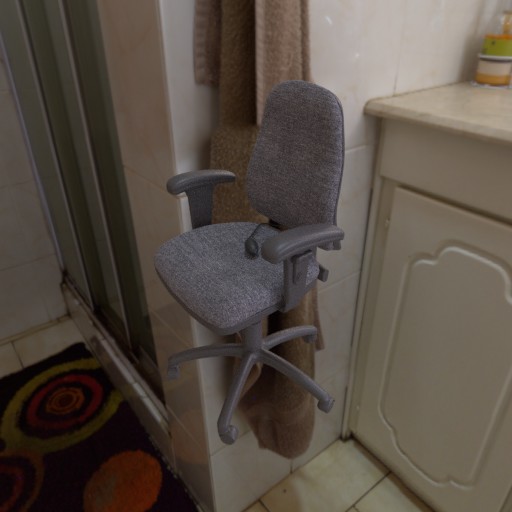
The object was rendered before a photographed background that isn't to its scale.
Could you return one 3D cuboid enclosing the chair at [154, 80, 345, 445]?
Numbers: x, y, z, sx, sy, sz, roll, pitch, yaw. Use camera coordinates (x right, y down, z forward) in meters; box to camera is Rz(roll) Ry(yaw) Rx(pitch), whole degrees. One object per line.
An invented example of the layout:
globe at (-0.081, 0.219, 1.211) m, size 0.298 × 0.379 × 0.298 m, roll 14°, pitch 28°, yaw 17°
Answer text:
chair at (0.000, 0.000, 1.265) m, size 0.530 × 0.910 × 0.550 m, roll -20°, pitch 36°, yaw -30°
